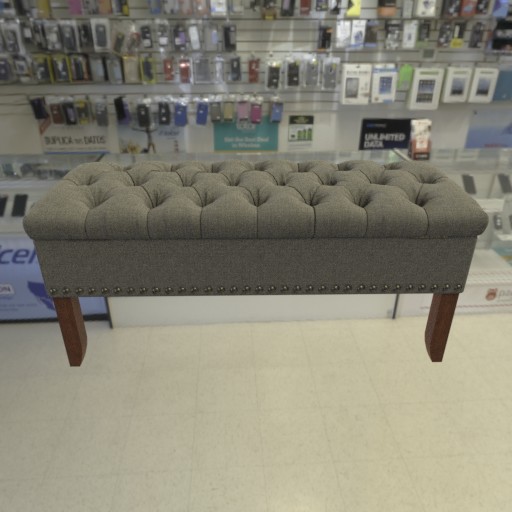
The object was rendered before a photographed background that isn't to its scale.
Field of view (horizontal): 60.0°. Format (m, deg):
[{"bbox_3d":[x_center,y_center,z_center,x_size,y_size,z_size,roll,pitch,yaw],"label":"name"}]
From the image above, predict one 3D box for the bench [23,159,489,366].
[{"bbox_3d":[0.000,0.000,1.261,1.052,0.470,0.417,0,28,-1],"label":"bench"}]
